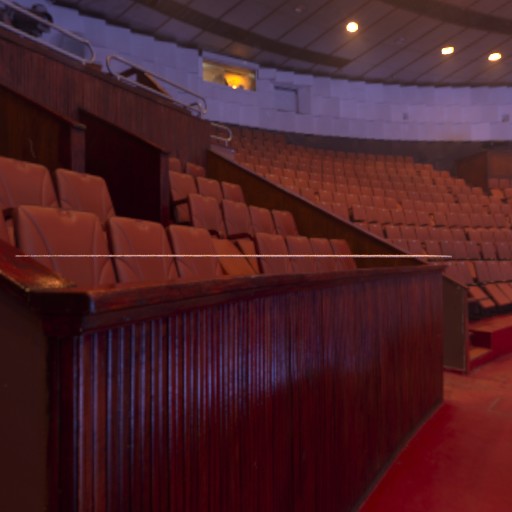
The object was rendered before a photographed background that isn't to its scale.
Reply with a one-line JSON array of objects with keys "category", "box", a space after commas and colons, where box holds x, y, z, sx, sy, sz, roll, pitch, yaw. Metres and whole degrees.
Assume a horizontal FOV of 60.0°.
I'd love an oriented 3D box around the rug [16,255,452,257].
[{"category": "rug", "box": [0.000, 0.000, 4.033, 3.037, 0.011, 2.433, 0, 0, 18]}]
